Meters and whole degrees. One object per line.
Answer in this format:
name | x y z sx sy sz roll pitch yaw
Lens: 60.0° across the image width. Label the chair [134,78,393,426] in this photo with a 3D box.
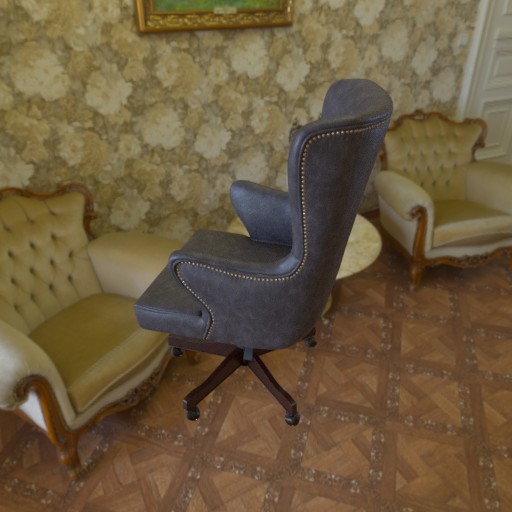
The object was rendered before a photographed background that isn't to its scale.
chair | 0.000 0.000 1.446 0.717 1.037 0.594 8 32 13
